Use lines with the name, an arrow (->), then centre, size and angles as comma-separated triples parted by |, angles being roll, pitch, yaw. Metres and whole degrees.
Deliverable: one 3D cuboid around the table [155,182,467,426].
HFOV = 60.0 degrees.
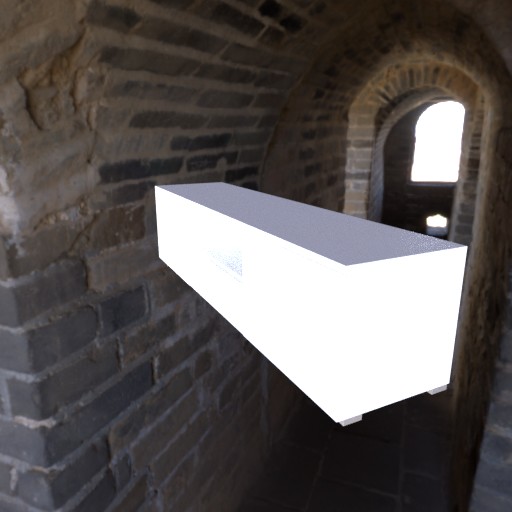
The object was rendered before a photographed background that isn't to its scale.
table -> 0.000, 0.000, 1.824 | 0.390, 0.420, 1.650 | -8, 18, -26
